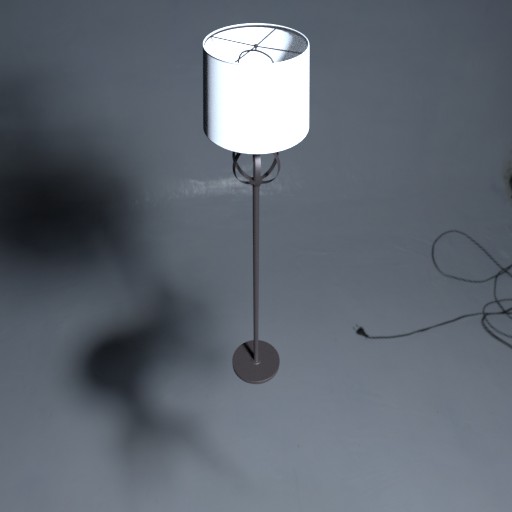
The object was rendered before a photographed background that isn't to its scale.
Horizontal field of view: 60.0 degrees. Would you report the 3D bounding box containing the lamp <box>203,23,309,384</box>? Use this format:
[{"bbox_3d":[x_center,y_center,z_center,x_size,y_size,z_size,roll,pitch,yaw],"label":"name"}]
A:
[{"bbox_3d":[0.000,0.000,1.578,0.286,1.462,0.286,-4,46,-3],"label":"lamp"}]
